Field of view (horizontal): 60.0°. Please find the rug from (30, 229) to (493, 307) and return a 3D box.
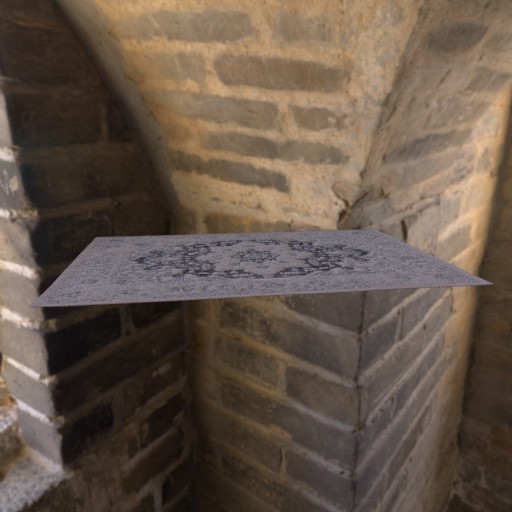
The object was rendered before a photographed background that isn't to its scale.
[{"bbox_3d":[0.000,0.000,2.283,1.813,0.008,1.223,-2,15,-8],"label":"rug"}]
